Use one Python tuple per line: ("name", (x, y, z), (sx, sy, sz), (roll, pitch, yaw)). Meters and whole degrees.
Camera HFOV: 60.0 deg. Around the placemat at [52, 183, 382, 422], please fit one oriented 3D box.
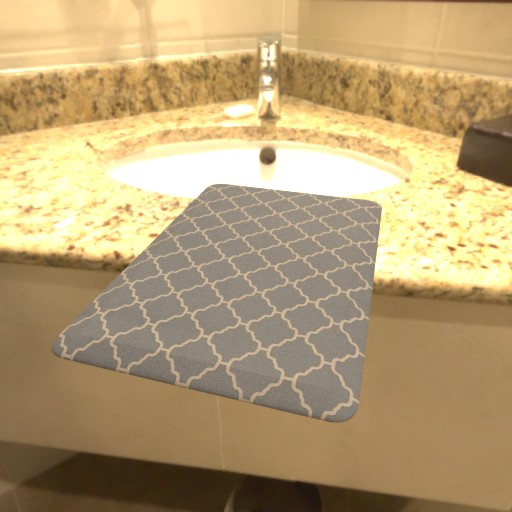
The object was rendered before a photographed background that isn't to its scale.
("placemat", (0.000, 0.000, 0.972), (0.508, 0.021, 0.762), (9, 33, 14))
